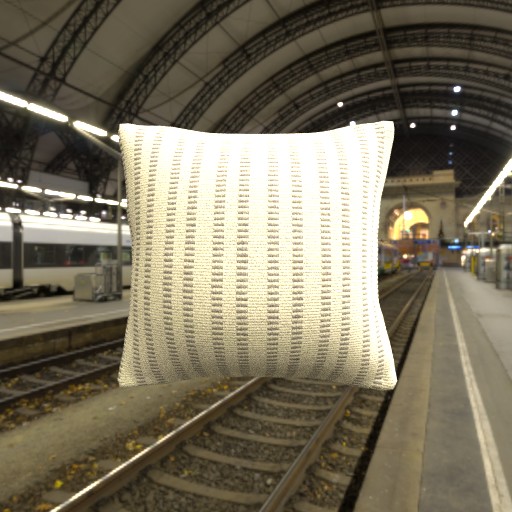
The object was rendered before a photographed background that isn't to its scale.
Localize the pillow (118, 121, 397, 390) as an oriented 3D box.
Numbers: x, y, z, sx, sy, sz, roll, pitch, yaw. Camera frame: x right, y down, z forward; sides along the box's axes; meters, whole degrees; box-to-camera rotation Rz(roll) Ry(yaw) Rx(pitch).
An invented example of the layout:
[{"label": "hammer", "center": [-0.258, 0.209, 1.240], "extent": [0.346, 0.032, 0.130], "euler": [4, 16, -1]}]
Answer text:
[{"label": "pillow", "center": [0.000, 0.000, 0.696], "extent": [0.438, 0.419, 0.247], "euler": [0, 0, 1]}]
